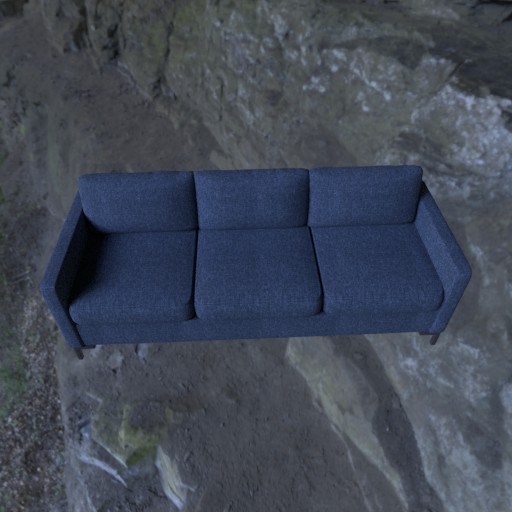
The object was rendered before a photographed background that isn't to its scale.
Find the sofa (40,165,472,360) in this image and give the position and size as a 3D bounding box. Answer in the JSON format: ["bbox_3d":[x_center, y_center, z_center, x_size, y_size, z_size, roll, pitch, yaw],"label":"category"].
[{"bbox_3d":[0.000,0.000,2.683,2.218,0.874,0.859,-2,45,-2],"label":"sofa"}]
